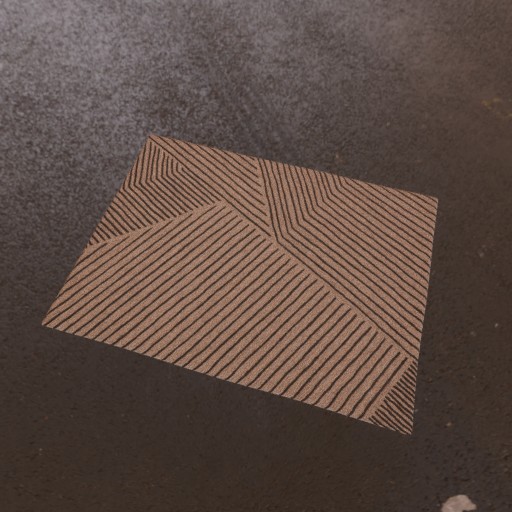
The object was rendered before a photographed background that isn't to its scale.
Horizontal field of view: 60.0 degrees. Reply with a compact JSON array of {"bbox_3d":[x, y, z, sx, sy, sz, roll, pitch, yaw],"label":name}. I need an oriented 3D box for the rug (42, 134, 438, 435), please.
[{"bbox_3d":[0.000,0.000,3.217,2.449,0.028,1.829,14,61,8],"label":"rug"}]
